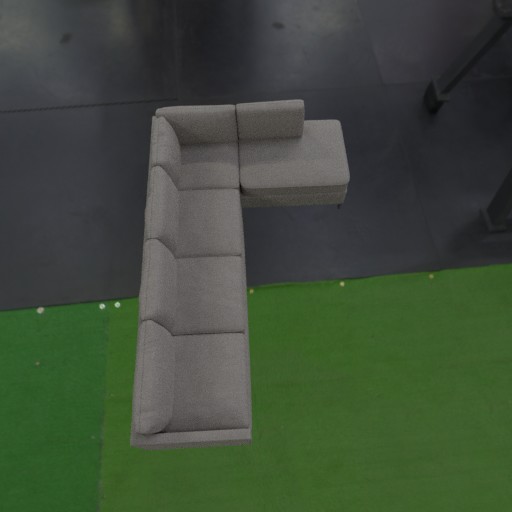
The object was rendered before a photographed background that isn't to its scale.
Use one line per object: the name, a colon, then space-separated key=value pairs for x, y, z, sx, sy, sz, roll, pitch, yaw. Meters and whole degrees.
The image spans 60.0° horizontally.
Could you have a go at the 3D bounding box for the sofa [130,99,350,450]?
sofa: x=0.000 y=0.000 z=4.310 sx=2.077 sy=0.964 sz=3.331 roll=-3 pitch=64 yaw=-1
